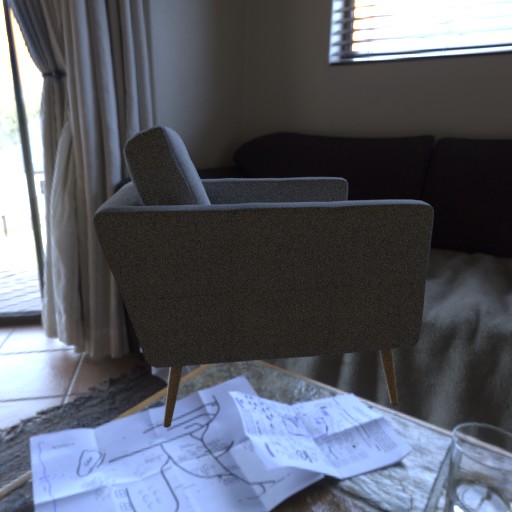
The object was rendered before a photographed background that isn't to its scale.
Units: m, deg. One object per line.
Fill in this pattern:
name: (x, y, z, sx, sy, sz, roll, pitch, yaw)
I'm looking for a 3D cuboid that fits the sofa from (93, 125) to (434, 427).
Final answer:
sofa: (0.000, 0.000, 1.530, 0.920, 0.860, 0.770, -2, 16, -9)
